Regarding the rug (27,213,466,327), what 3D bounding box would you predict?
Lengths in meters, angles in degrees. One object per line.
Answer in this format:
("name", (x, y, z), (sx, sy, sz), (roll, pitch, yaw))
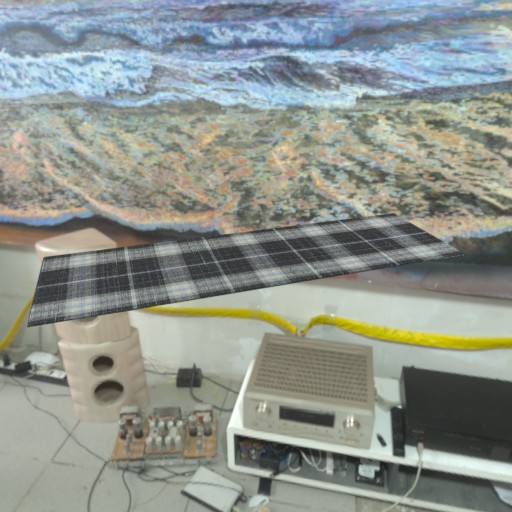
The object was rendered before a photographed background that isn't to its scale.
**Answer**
("rug", (0.000, 0.000, 2.667), (2.434, 0.012, 0.760), (-8, 27, -16))
